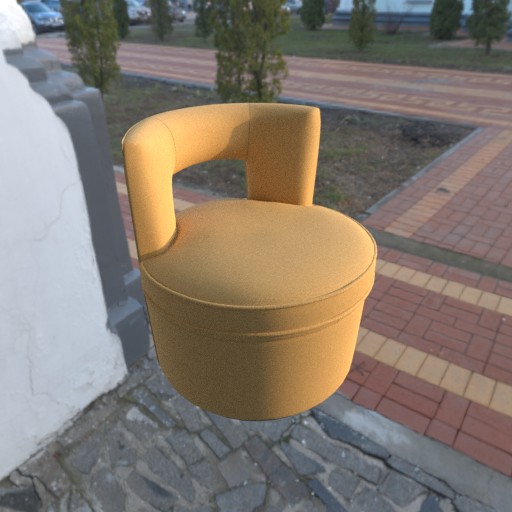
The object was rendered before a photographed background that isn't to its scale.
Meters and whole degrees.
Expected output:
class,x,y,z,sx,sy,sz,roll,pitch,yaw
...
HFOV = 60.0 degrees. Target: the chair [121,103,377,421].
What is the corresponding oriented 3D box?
class,x,y,z,sx,sy,sz,roll,pitch,yaw
chair,0.000,0.000,1.257,0.650,0.723,0.665,-21,36,-32
